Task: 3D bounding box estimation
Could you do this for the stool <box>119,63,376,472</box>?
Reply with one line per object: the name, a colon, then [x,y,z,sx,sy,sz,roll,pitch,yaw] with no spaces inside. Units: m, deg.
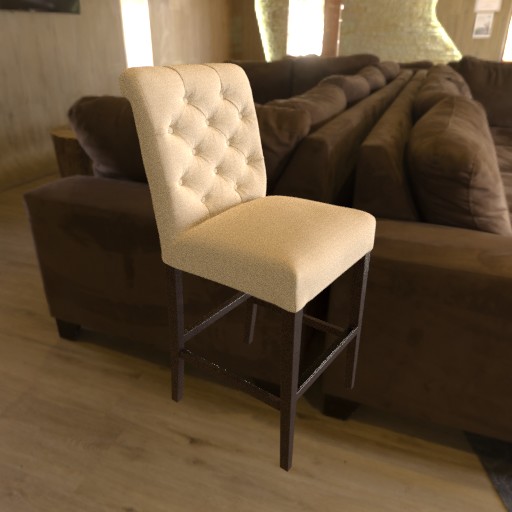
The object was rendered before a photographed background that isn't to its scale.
stool: [0.000,0.000,1.422,0.610,1.118,0.482,18,31,32]
